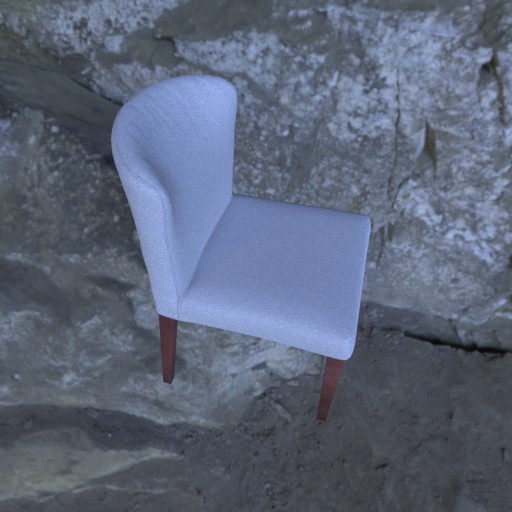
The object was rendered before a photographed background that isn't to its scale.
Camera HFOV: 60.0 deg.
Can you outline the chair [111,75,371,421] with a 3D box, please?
[{"bbox_3d":[0.000,0.000,1.218,0.592,0.839,0.491,11,46,10],"label":"chair"}]
